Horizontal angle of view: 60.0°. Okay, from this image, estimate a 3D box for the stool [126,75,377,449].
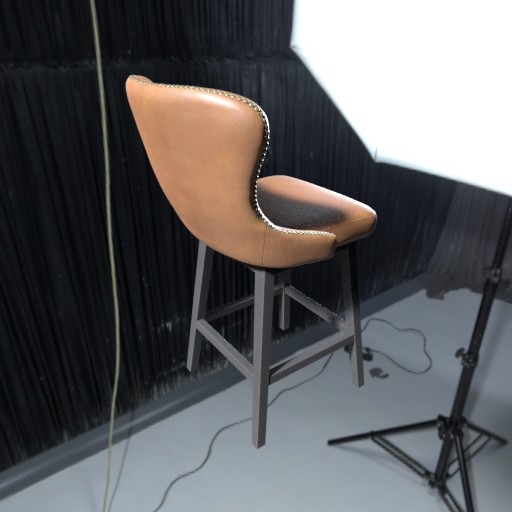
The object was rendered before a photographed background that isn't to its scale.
[{"bbox_3d":[0.000,0.000,1.274,0.593,0.971,0.528,-18,32,-31],"label":"stool"}]
